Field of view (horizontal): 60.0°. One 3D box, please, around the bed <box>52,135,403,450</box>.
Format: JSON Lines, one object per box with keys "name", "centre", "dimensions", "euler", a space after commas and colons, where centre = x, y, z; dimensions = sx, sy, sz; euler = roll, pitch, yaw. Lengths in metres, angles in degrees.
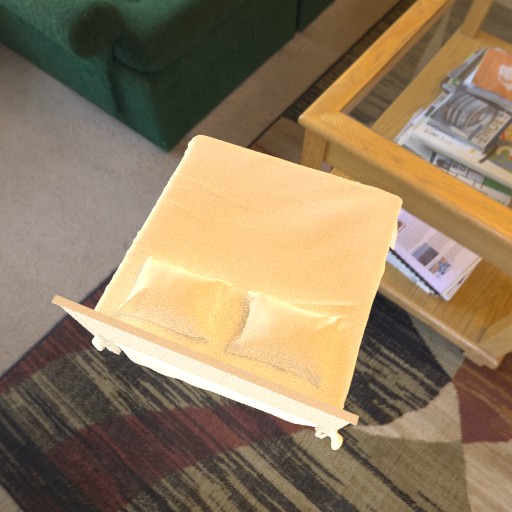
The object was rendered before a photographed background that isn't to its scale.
{"name": "bed", "centre": [0.000, 0.000, 3.661], "dimensions": [2.317, 1.273, 2.215], "euler": [19, 65, 9]}
